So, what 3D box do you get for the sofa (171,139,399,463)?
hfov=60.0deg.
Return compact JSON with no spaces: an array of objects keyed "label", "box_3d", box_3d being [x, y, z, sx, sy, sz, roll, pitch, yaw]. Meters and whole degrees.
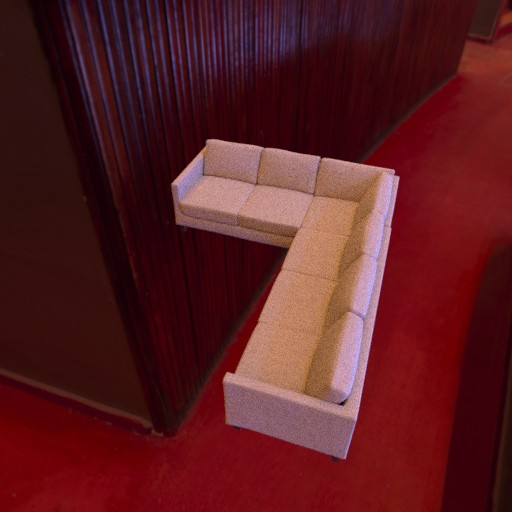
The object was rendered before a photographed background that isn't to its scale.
[{"label":"sofa","box_3d":[0.000,0.000,4.399,2.432,0.863,3.182,13,42,14]}]
